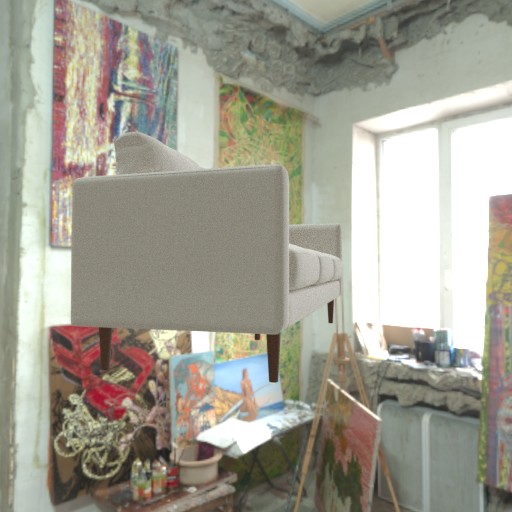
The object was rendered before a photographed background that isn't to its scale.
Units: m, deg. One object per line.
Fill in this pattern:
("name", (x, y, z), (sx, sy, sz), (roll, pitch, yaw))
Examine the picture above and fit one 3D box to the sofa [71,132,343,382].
("sofa", (0.000, 0.000, 2.432), (0.802, 0.912, 2.029), (0, -2, 16))
